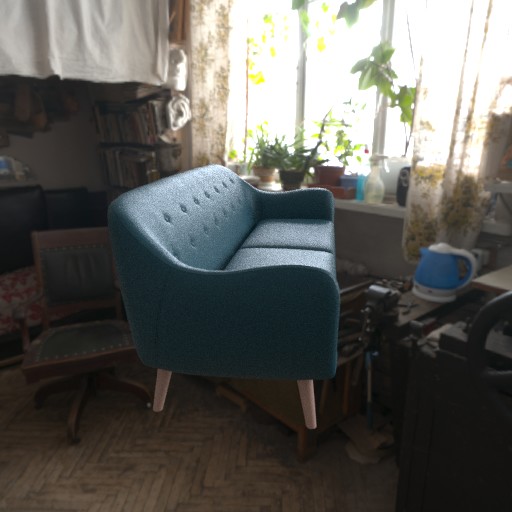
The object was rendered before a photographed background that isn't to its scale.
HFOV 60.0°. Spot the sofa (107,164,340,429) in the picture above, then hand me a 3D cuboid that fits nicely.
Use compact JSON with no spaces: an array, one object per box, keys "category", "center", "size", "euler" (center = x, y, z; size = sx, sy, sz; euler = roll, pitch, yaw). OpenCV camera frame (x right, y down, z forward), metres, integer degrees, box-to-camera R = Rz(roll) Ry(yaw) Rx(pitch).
[{"category":"sofa","center":[0.000,0.000,2.282],"size":[0.820,0.836,1.840],"euler":[3,17,9]}]
